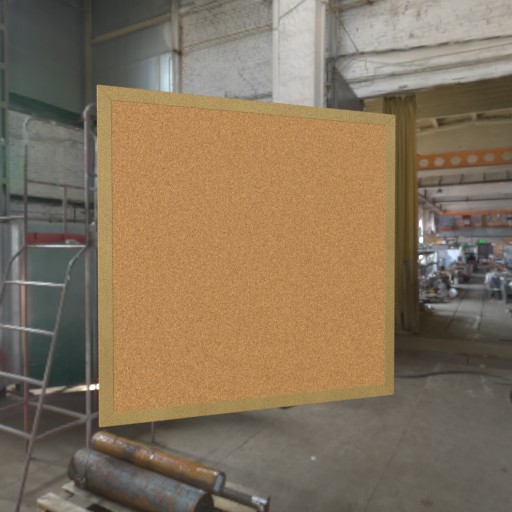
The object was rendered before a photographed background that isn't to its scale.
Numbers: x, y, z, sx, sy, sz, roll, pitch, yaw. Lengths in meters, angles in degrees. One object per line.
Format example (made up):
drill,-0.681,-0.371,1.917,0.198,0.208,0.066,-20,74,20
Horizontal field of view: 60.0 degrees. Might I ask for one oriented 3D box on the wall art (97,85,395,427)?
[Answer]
wall art,0.000,0.000,0.456,0.305,0.305,0.038,0,1,-17
